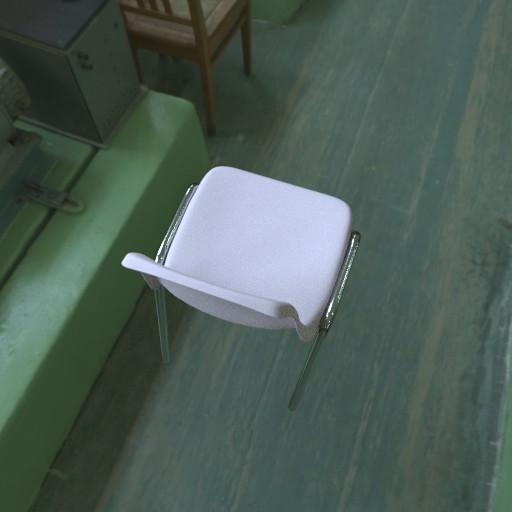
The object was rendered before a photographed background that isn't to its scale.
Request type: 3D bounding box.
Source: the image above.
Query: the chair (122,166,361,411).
[{"bbox_3d":[0.000,0.000,0.902,0.381,0.653,0.436,18,65,8],"label":"chair"}]
